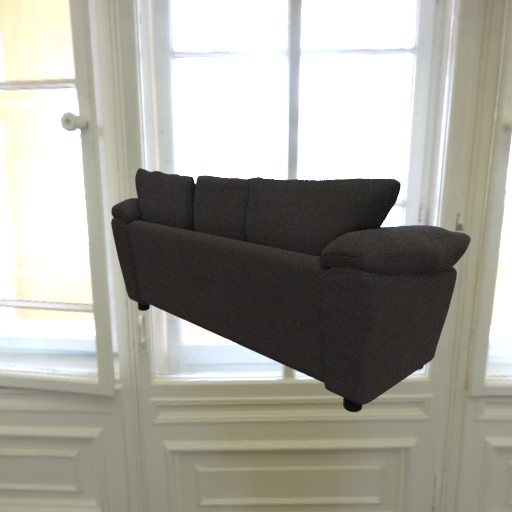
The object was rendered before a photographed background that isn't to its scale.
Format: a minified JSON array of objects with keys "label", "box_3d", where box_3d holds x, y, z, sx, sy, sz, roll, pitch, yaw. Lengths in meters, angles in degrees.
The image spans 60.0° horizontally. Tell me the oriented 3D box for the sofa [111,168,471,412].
[{"label":"sofa","box_3d":[0.000,0.000,2.847,0.883,1.080,2.336,-12,17,-42]}]
